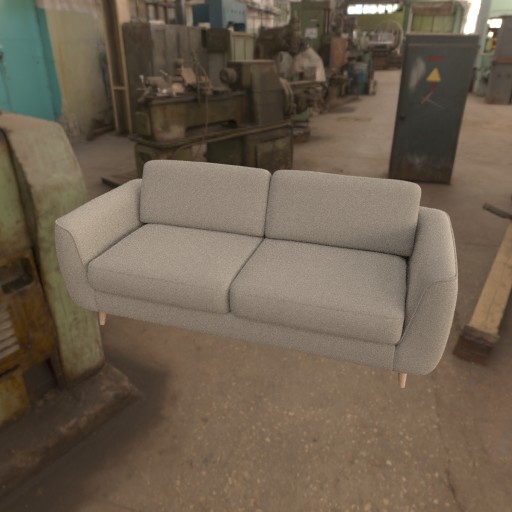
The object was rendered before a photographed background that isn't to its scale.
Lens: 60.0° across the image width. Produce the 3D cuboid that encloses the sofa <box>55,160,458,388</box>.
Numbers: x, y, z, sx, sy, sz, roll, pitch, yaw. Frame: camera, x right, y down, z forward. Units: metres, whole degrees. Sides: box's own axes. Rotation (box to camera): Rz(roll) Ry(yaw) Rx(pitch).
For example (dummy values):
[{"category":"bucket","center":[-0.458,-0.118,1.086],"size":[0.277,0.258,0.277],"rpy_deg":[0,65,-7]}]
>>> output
[{"category":"sofa","center":[0.000,0.000,2.454],"size":[2.000,0.850,0.920],"rpy_deg":[8,27,16]}]
